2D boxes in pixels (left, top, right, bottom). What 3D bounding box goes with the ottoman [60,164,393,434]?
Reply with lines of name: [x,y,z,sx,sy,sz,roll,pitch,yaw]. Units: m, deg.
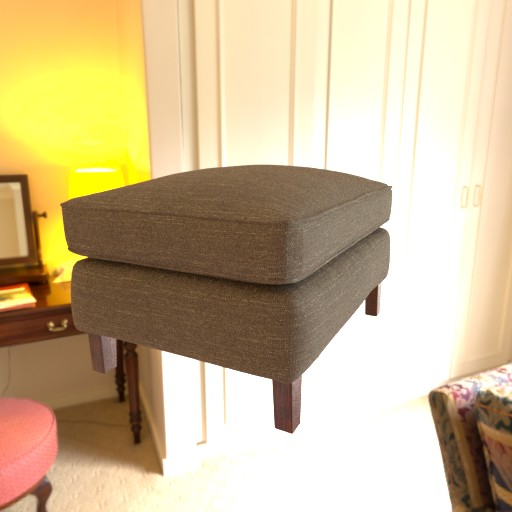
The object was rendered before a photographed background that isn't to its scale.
ottoman: [0.000,0.000,1.014,0.508,0.406,0.686,7,16,27]
